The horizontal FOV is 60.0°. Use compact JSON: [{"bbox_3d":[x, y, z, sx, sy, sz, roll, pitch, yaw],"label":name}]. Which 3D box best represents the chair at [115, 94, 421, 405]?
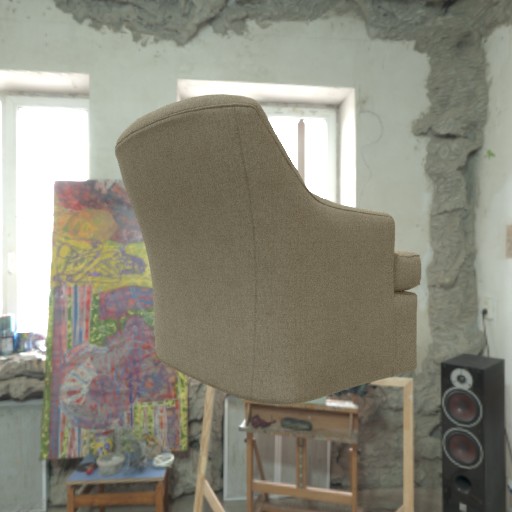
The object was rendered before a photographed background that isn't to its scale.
[{"bbox_3d":[0.000,0.000,1.605,0.923,0.856,0.864,0,1,-36],"label":"chair"}]
